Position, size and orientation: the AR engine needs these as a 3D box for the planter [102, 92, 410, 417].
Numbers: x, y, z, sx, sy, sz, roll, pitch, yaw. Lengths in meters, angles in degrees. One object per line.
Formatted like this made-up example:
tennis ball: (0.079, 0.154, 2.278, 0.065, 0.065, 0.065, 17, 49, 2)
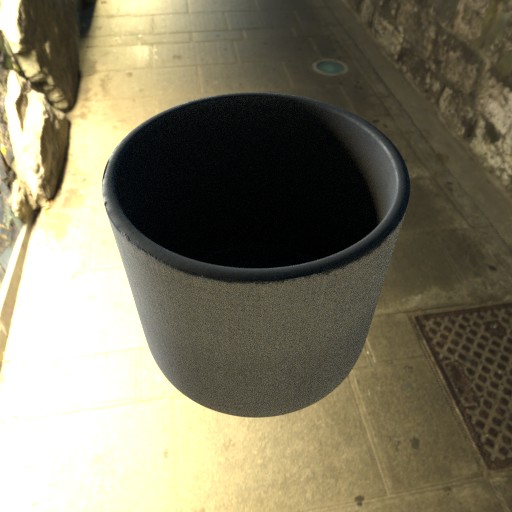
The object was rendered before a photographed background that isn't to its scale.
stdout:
planter: (0.000, 0.000, 0.398, 0.226, 0.201, 0.226, 0, 47, 0)
